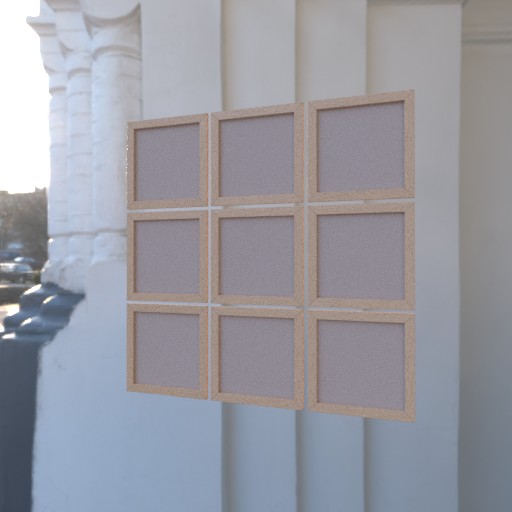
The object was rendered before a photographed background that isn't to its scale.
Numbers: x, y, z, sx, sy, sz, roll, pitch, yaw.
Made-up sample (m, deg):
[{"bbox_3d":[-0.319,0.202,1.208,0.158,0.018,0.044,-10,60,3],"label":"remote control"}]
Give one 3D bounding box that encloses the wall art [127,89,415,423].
[{"bbox_3d":[0.000,0.000,1.804,1.217,1.207,0.016,0,0,18],"label":"wall art"}]
